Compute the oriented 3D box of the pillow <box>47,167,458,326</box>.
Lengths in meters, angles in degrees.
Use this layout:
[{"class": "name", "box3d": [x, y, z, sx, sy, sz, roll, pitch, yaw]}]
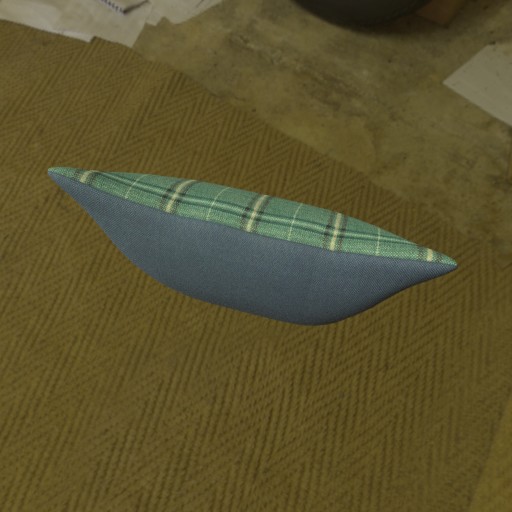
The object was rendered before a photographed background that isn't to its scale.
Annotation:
[{"class": "pillow", "box3d": [0.000, 0.000, 0.685, 0.453, 0.430, 0.200, 14, 65, 6]}]
